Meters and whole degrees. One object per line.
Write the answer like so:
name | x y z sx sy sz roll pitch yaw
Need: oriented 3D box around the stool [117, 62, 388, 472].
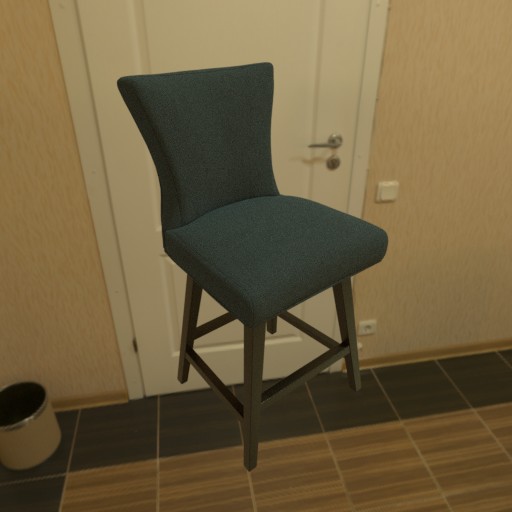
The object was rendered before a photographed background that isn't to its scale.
stool | 0.000 0.000 1.325 0.514 1.000 0.574 -22 37 -33
